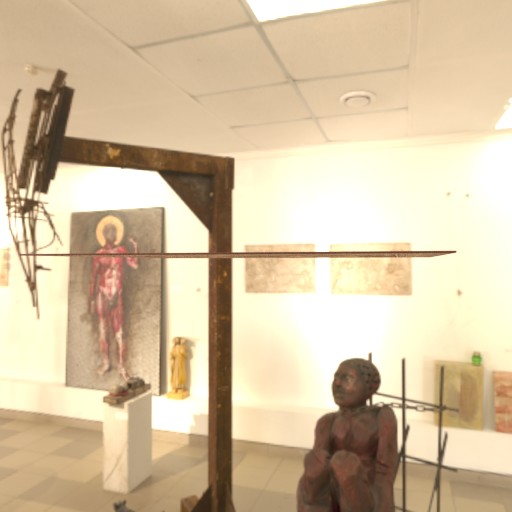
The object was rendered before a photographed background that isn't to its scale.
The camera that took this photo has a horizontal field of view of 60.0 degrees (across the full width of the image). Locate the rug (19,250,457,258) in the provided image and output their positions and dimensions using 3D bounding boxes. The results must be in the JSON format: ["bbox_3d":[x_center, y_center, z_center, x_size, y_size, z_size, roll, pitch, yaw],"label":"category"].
[{"bbox_3d":[0.000,0.000,4.173,3.197,0.013,2.381,0,-1,18],"label":"rug"}]
